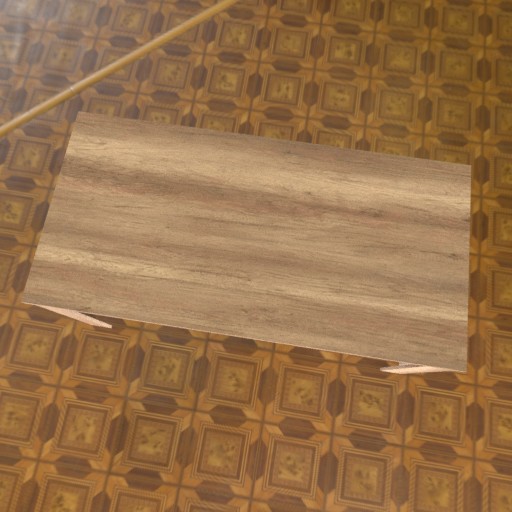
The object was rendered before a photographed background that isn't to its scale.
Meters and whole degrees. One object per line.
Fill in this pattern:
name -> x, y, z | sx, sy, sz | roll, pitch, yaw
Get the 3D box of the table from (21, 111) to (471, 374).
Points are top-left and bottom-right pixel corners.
table -> 0.000, 0.000, 2.268 | 1.800, 0.790, 0.900 | 8, 74, 2
